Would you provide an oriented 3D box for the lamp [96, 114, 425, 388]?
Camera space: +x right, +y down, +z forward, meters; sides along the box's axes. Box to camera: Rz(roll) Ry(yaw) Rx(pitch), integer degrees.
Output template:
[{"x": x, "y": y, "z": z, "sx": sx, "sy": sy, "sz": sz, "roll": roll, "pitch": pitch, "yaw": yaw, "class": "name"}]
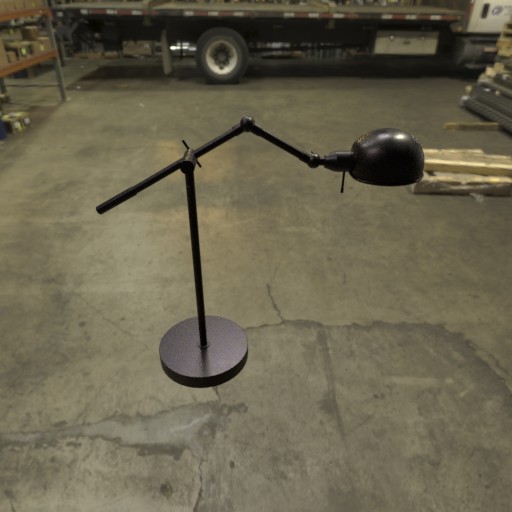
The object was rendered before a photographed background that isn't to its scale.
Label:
[{"x": 0.000, "y": 0.000, "z": 0.815, "sx": 0.567, "sy": 0.495, "sz": 0.185, "roll": 0, "pitch": 32, "yaw": 0, "class": "lamp"}]
